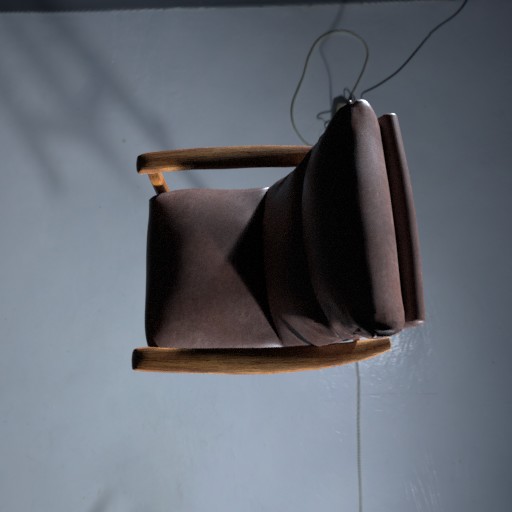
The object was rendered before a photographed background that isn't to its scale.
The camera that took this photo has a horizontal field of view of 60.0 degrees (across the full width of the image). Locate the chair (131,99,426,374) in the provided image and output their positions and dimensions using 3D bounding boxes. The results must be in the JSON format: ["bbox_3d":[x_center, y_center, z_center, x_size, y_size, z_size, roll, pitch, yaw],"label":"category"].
[{"bbox_3d":[0.000,0.000,1.516,0.830,0.897,0.782,-3,76,-1],"label":"chair"}]
